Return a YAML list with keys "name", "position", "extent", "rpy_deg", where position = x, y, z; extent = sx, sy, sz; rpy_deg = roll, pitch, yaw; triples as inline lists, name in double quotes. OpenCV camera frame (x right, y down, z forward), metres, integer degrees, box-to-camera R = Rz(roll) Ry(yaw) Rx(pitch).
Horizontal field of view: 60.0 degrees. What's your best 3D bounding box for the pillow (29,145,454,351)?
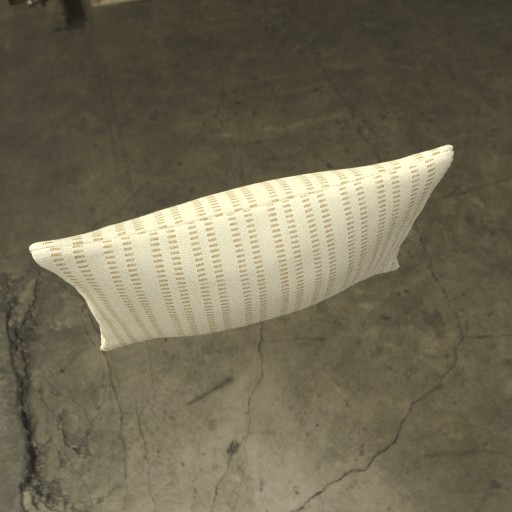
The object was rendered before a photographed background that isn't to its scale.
- name: "pillow"
  position: [0.000, 0.000, 0.778]
  extent: [0.640, 0.353, 0.210]
  rpy_deg: [-15, 59, -9]
